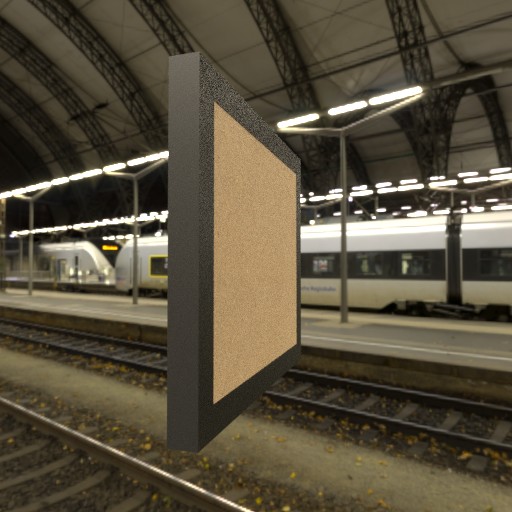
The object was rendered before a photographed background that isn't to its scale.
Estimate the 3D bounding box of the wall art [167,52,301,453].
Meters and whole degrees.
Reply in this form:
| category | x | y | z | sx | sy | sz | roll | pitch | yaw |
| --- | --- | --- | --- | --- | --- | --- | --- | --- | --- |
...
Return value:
| category | x | y | z | sx | sy | sz | roll | pitch | yaw |
| --- | --- | --- | --- | --- | --- | --- | --- | --- | --- |
| wall art | 0.000 | 0.000 | 0.540 | 0.028 | 0.321 | 0.381 | 0 | -2 | 18 |
